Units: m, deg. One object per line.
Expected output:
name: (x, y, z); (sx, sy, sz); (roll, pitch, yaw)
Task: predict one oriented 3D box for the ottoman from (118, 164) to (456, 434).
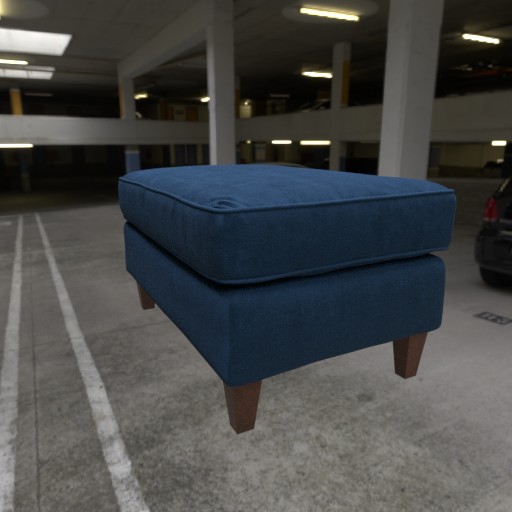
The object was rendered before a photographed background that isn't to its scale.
ottoman: (0.000, 0.000, 1.236); (0.583, 0.484, 0.862); (-8, 16, -27)
